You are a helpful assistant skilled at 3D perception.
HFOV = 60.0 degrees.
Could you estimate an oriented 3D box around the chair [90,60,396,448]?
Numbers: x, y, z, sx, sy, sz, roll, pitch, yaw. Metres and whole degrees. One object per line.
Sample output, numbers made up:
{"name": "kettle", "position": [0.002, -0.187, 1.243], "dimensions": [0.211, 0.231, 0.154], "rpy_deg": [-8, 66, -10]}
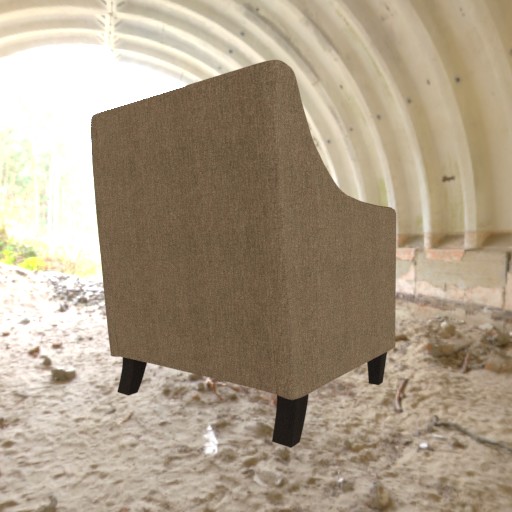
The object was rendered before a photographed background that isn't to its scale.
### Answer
{"name": "chair", "position": [0.000, 0.000, 1.613], "dimensions": [0.776, 0.967, 0.884], "rpy_deg": [1, 2, 37]}
